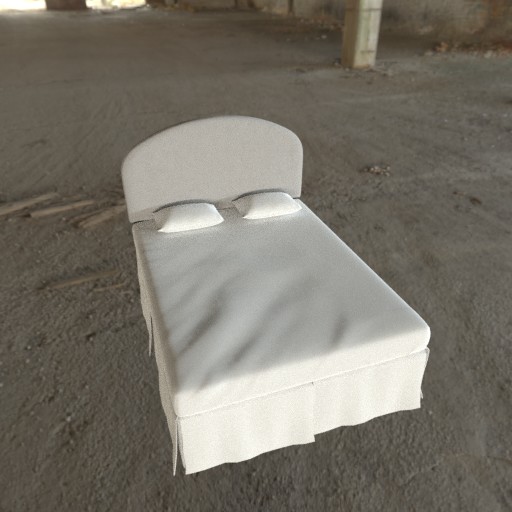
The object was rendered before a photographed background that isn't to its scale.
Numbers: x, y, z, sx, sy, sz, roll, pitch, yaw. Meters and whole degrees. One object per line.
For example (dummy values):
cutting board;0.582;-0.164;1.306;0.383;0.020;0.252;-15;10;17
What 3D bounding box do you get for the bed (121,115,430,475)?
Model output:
bed;0.000;0.000;3.025;1.607;1.410;2.005;-10;33;-16
